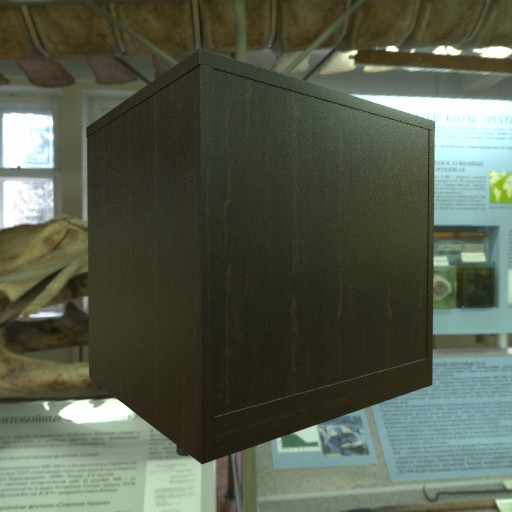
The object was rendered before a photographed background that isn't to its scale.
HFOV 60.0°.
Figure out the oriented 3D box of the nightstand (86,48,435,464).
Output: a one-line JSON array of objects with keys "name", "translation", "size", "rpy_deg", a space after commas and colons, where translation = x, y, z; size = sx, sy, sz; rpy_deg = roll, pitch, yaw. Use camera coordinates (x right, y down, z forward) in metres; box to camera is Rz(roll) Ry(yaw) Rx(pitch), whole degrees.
[{"name": "nightstand", "translation": [0.000, 0.000, 0.826], "size": [0.489, 0.487, 0.427], "rpy_deg": [-1, 2, -37]}]
